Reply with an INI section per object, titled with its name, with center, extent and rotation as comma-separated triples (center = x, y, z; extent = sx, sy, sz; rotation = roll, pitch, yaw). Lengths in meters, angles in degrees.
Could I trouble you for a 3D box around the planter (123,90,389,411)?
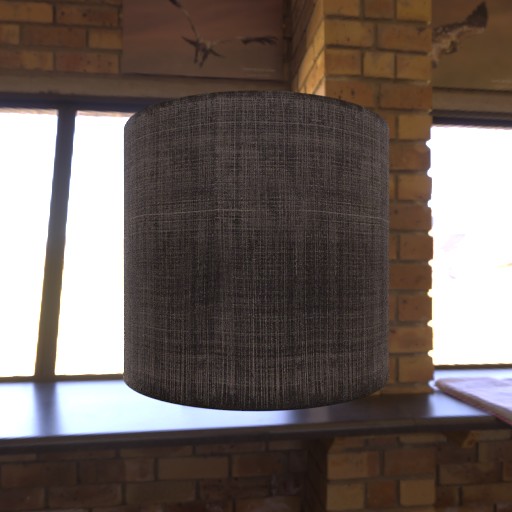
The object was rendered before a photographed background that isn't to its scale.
[planter]
center = 0.000, 0.000, 0.382
extent = 0.221, 0.201, 0.221
rotation = 0, -1, 0
